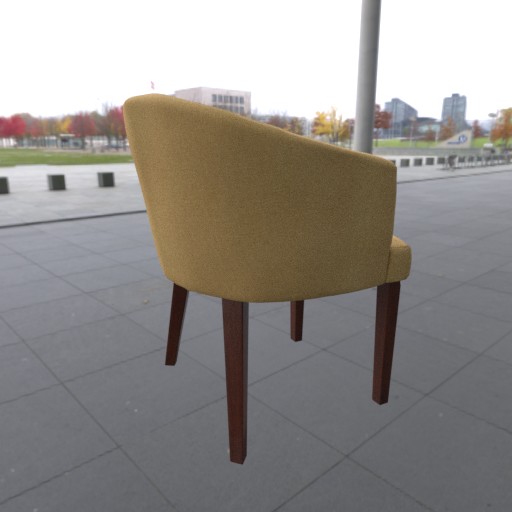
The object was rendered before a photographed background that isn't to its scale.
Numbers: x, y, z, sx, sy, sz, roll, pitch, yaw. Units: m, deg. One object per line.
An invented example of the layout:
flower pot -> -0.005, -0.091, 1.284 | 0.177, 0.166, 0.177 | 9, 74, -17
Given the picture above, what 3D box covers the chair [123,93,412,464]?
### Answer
chair -> 0.000, 0.000, 1.226 | 0.655, 0.811, 0.583 | -7, 16, -26
